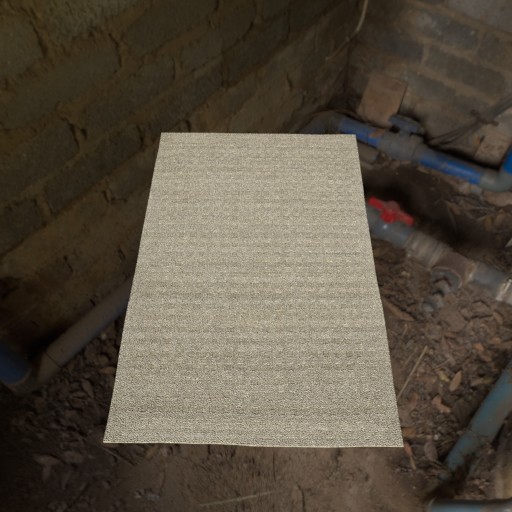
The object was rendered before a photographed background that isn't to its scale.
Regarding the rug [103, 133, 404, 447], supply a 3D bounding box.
[{"bbox_3d":[0.000,0.000,2.870,1.532,0.018,2.297,1,57,0],"label":"rug"}]
